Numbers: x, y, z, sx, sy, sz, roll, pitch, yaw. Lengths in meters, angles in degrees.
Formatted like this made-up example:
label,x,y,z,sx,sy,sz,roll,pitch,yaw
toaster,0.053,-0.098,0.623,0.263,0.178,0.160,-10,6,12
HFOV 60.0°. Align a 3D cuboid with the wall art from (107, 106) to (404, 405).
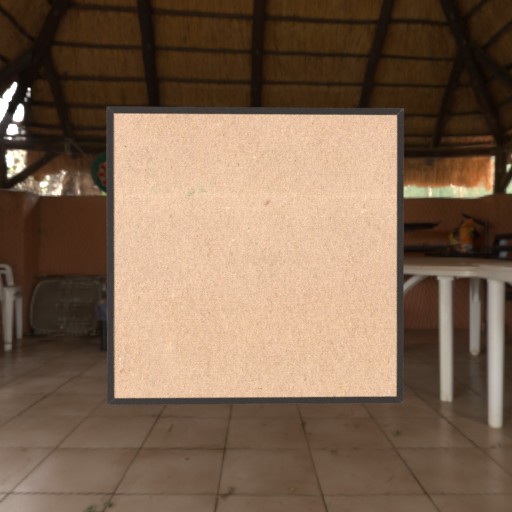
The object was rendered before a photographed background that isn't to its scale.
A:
label,x,y,z,sx,sy,sz,roll,pitch,yaw
wall art,0.000,0.000,0.778,0.508,0.508,0.038,0,0,-1
